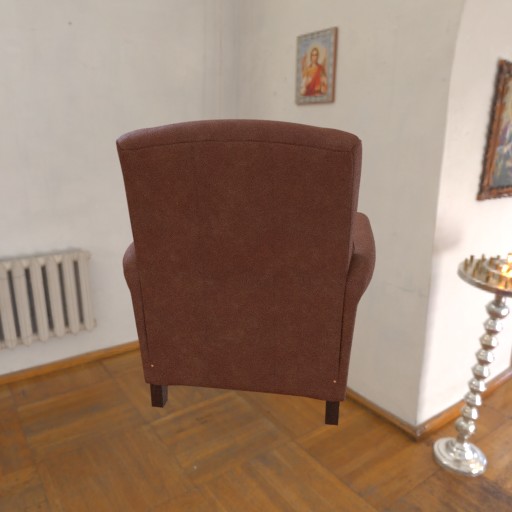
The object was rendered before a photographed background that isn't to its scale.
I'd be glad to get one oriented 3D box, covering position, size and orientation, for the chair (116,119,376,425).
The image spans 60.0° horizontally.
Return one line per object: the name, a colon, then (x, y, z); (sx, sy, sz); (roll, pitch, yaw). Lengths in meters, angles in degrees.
chair: (0.000, 0.000, 1.831); (0.978, 1.061, 0.902); (3, 16, 9)
